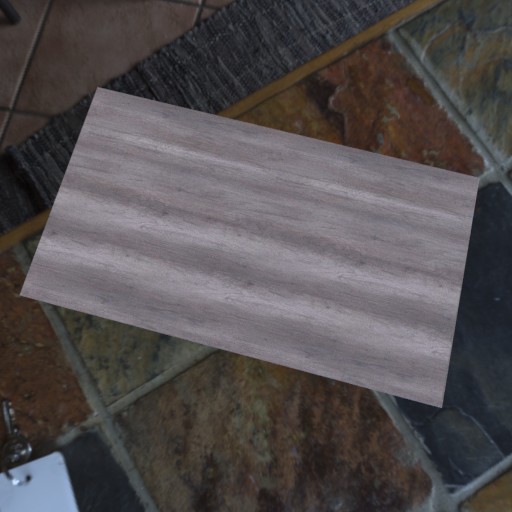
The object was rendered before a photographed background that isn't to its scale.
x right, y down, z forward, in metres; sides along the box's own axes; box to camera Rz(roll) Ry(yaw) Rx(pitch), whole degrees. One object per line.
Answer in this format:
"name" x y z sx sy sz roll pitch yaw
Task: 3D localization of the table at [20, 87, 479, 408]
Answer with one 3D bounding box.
"table" 0.000 0.000 2.090 1.600 0.775 0.900 14 78 3
